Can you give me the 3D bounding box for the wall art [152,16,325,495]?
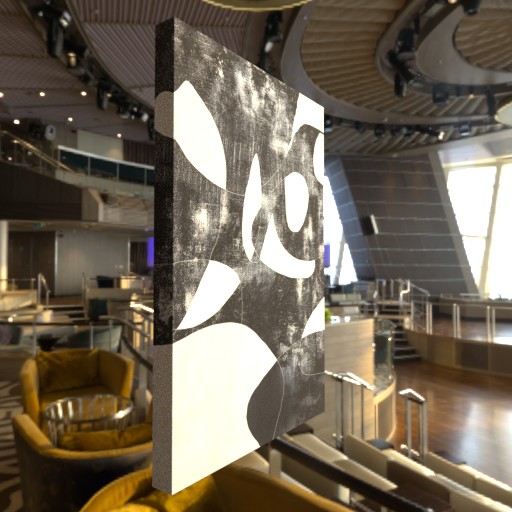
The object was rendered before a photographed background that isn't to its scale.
[{"bbox_3d":[0.000,0.000,0.738,0.039,0.610,0.407,-1,-2,37],"label":"wall art"}]
